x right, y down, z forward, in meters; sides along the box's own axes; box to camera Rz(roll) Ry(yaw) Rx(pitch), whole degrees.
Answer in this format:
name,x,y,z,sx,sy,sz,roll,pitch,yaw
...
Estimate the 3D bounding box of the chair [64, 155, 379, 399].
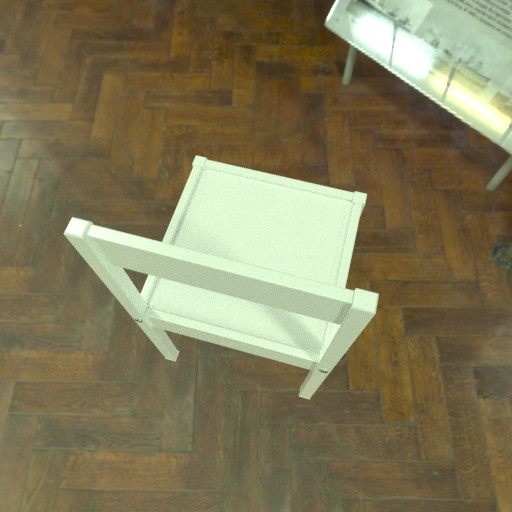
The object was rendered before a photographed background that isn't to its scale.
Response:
name,x,y,z,sx,sy,sz,roll,pitch,yaw
chair,0.000,0.000,0.668,0.285,0.505,0.285,14,65,7
